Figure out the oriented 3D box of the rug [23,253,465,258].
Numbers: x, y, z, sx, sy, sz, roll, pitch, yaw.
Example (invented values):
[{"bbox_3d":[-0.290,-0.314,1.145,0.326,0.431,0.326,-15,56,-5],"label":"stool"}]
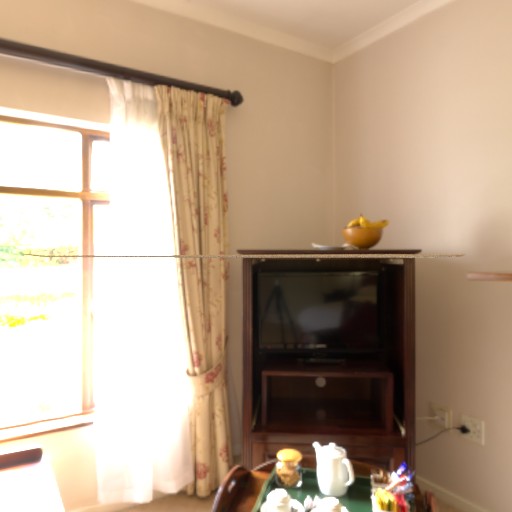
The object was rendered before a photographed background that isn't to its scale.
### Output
[{"bbox_3d":[0.000,0.000,2.281,1.828,0.019,1.209,0,0,18],"label":"rug"}]
